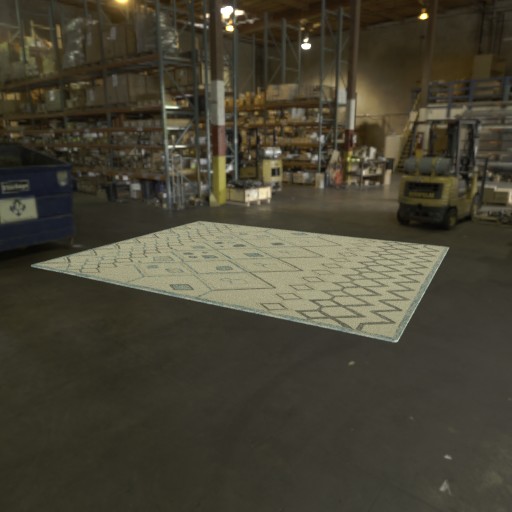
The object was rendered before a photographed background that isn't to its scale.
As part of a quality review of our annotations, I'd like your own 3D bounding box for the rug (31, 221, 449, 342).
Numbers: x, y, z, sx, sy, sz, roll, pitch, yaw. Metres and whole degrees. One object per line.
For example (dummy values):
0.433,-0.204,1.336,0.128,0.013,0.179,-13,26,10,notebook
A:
0.000,0.000,4.102,3.056,0.013,2.441,8,17,28,rug
